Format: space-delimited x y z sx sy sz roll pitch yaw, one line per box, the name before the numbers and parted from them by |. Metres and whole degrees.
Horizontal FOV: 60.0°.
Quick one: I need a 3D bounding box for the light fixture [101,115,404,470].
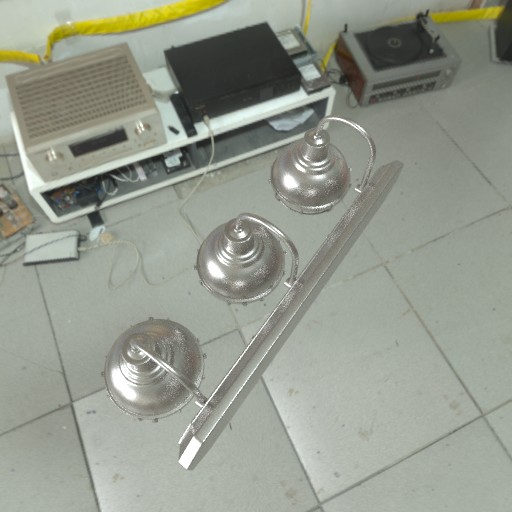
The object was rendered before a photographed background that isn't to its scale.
light fixture | 0.000 0.000 0.743 0.229 0.254 0.634 33 68 15
